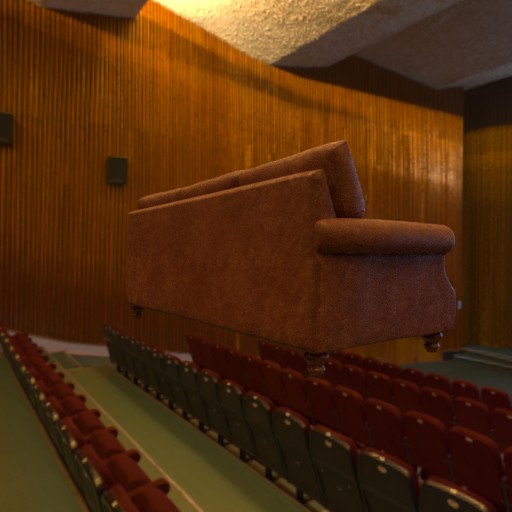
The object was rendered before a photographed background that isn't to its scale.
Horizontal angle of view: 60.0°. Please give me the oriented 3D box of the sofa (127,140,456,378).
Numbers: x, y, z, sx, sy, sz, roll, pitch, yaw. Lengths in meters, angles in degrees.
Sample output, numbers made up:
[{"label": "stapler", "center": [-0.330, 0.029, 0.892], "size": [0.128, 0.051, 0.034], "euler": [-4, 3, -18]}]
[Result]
[{"label": "sofa", "center": [0.000, 0.000, 2.866], "size": [0.973, 0.977, 2.351], "euler": [0, 0, -35]}]
